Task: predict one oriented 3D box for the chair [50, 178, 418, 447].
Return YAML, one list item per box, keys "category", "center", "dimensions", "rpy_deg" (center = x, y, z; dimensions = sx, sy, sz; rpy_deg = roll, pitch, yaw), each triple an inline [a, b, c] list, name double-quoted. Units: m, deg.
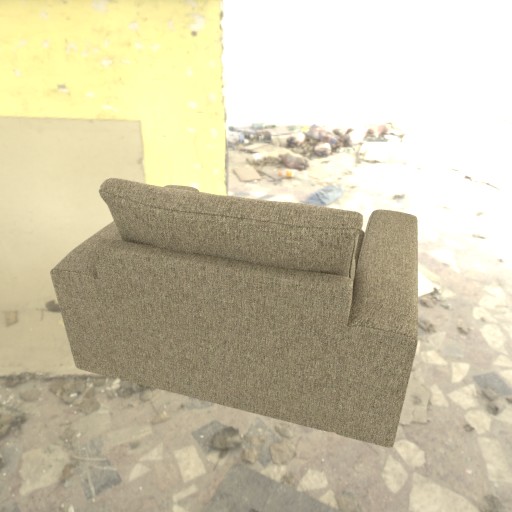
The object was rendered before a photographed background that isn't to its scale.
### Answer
- category: "chair"
  center: [0.000, 0.000, 2.047]
  dimensions: [1.398, 0.915, 1.039]
  rpy_deg: [9, 31, 15]
